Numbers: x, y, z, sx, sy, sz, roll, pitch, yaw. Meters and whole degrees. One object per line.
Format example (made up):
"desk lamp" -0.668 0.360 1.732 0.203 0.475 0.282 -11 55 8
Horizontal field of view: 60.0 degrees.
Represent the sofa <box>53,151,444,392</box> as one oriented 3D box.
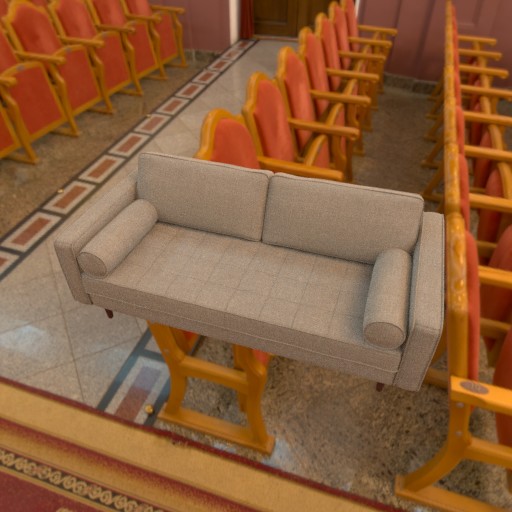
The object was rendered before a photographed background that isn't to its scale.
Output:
"sofa" 0.000 0.000 2.413 1.879 0.762 0.914 12 41 14
